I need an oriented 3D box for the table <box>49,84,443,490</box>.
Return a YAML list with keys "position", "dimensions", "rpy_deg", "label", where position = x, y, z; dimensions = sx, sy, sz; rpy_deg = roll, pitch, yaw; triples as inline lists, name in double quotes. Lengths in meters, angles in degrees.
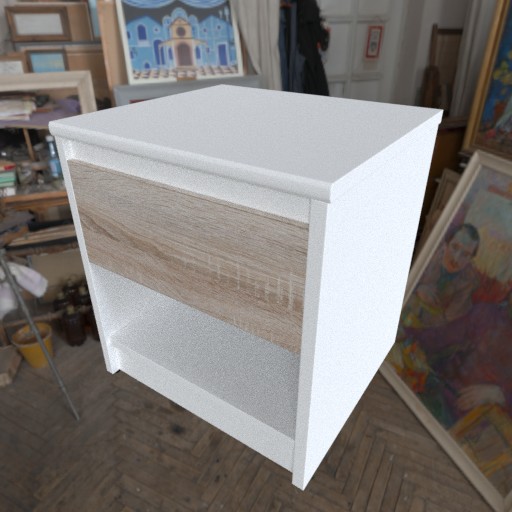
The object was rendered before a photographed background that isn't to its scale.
- position: [0.000, 0.000, 0.744]
  dimensions: [0.420, 0.460, 0.380]
  rpy_deg: [19, 35, 29]
  label: "table"
